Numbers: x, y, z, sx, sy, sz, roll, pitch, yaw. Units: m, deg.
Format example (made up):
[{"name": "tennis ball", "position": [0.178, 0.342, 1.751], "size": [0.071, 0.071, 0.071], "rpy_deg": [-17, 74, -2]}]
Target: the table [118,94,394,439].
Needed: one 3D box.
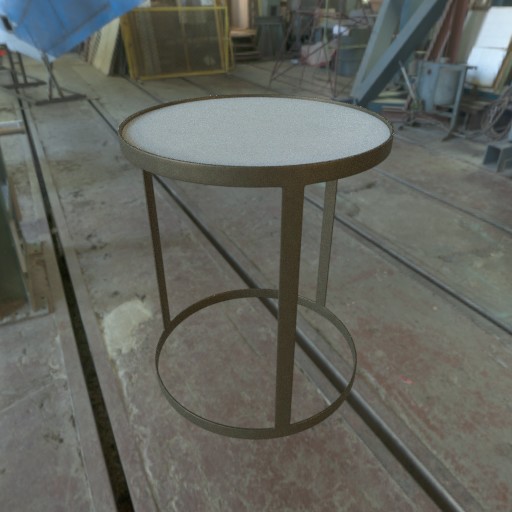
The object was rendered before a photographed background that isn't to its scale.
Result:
[{"name": "table", "position": [0.000, 0.000, 0.941], "size": [0.480, 0.565, 0.480], "rpy_deg": [0, 31, 0]}]
